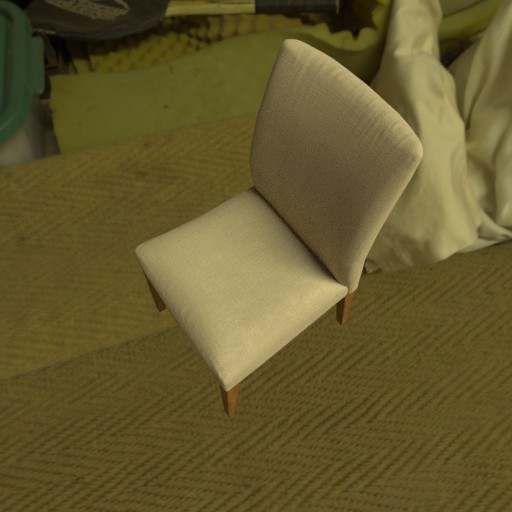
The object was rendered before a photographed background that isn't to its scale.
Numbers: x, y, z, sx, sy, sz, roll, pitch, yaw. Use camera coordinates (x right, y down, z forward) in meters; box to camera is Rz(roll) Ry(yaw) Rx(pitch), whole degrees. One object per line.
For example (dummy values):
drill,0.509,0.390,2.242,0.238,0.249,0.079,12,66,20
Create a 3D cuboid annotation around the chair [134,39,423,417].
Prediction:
chair,0.000,0.000,1.271,0.585,0.940,0.496,-32,67,-16
